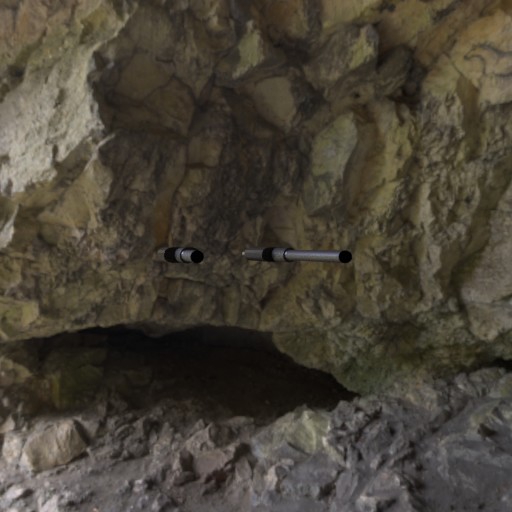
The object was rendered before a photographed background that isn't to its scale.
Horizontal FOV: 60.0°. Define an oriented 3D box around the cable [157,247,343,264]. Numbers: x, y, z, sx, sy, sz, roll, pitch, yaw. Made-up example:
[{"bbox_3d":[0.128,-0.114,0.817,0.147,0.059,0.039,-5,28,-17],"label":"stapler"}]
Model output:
[{"bbox_3d":[0.000,0.000,0.112,0.041,0.005,0.098,0,1,-18],"label":"cable"}]
